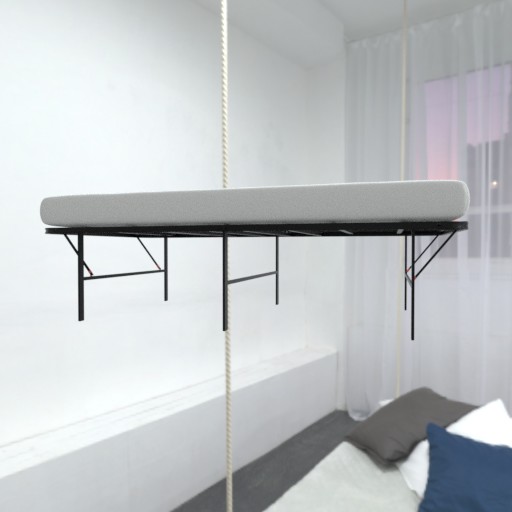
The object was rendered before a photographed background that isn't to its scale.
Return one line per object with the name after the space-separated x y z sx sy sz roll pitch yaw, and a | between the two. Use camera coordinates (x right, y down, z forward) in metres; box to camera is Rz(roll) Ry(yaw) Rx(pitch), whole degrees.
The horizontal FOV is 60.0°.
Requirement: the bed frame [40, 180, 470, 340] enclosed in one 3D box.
0.000 0.000 2.314 1.903 0.619 0.989 0 1 17 | bed frame
